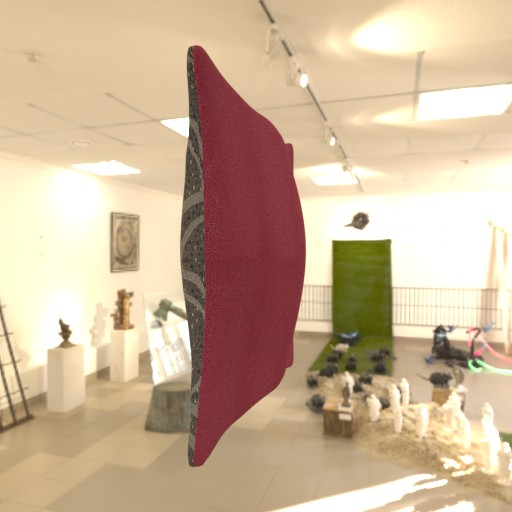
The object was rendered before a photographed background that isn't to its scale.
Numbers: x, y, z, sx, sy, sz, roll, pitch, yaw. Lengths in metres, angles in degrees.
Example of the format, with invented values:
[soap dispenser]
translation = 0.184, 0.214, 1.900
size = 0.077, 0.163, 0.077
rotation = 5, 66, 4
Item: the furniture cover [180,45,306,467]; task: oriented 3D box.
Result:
[furniture cover]
translation = 0.000, 0.000, 0.777
size = 0.163, 0.513, 0.514
rotation = 0, 1, 17
